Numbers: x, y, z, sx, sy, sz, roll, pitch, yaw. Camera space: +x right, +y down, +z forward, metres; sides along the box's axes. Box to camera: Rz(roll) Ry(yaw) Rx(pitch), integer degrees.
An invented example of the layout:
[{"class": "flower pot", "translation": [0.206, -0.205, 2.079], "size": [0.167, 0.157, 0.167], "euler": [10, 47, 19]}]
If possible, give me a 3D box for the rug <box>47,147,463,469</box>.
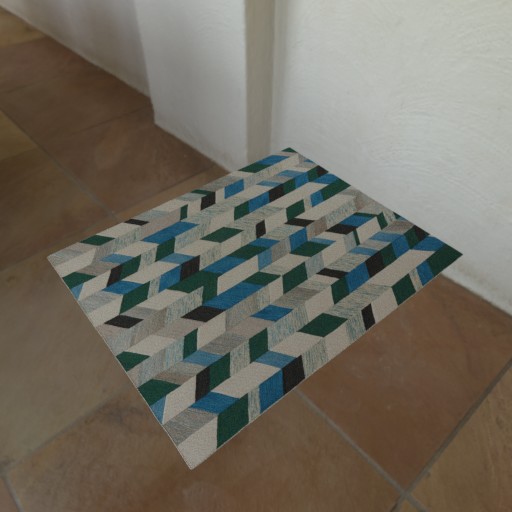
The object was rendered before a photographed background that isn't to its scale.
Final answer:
[{"class": "rug", "translation": [0.000, 0.000, 4.130], "size": [3.036, 0.008, 2.440], "euler": [-30, 52, -26]}]
